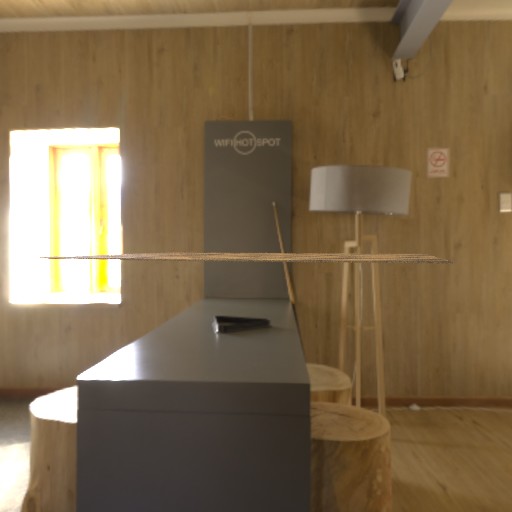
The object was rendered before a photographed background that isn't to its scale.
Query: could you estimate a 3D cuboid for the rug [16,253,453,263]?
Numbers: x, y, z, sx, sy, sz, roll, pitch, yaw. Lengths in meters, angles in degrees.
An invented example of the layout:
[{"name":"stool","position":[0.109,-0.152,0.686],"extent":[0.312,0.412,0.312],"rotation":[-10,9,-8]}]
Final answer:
[{"name":"rug","position":[0.000,0.000,4.069],"extent":[3.072,0.011,2.451],"rotation":[0,1,18]}]
